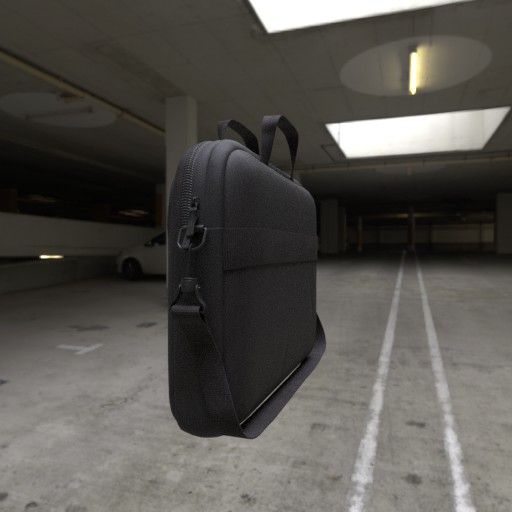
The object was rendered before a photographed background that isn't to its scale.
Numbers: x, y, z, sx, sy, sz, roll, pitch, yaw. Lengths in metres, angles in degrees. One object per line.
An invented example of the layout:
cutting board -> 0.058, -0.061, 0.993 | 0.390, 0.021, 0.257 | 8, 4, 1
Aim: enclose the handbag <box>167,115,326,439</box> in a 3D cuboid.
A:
handbag -> 0.000, 0.000, 0.425 | 0.089, 0.244, 0.320 | 0, 0, 19
